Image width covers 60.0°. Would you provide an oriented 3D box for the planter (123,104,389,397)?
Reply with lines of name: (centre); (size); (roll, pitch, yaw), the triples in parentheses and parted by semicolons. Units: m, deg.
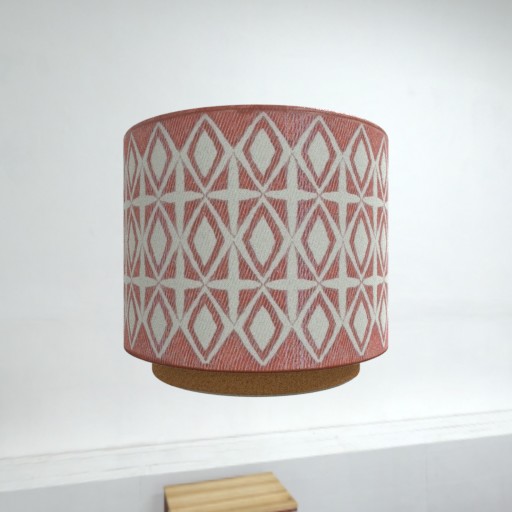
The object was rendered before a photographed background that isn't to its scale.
planter: (0.000, 0.000, 0.477); (0.273, 0.237, 0.273); (0, 0, 0)
